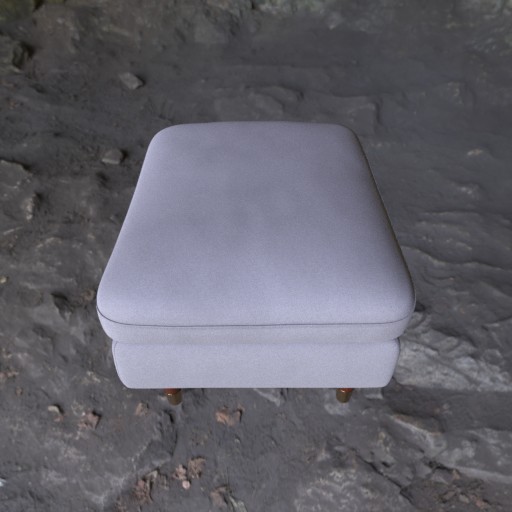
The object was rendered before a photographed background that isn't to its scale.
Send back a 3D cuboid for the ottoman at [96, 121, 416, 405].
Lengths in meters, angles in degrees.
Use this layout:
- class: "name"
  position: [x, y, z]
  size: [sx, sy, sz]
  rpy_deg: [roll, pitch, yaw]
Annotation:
- class: "ottoman"
  position: [0.000, 0.000, 1.140]
  size: [0.593, 0.478, 0.747]
  rpy_deg: [-1, 42, -1]
